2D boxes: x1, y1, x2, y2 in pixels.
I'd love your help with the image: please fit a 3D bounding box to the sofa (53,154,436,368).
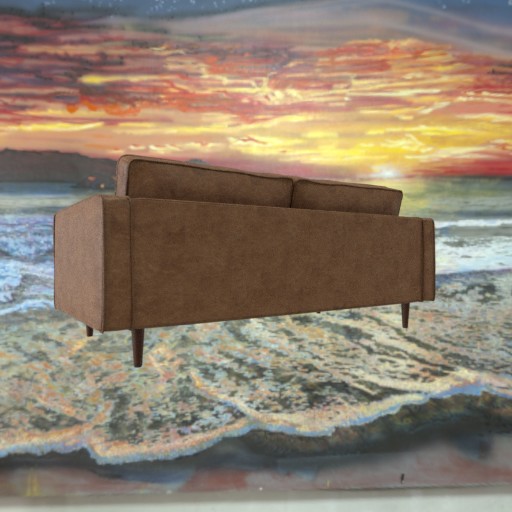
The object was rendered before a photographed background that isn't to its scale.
[{"bbox_3d":[0.000,0.000,2.408,1.920,0.825,0.924,0,0,-34],"label":"sofa"}]
